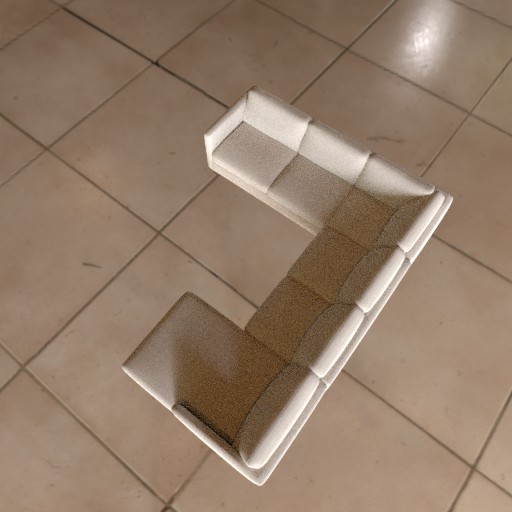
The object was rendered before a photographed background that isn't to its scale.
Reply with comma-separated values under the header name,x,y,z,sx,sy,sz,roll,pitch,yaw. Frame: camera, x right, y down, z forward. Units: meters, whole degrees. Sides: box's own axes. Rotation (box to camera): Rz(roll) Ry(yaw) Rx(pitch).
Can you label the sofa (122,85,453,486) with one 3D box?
name,x,y,z,sx,sy,sz,roll,pitch,yaw
sofa,0.000,0.000,4.401,2.551,0.853,3.238,34,69,15
